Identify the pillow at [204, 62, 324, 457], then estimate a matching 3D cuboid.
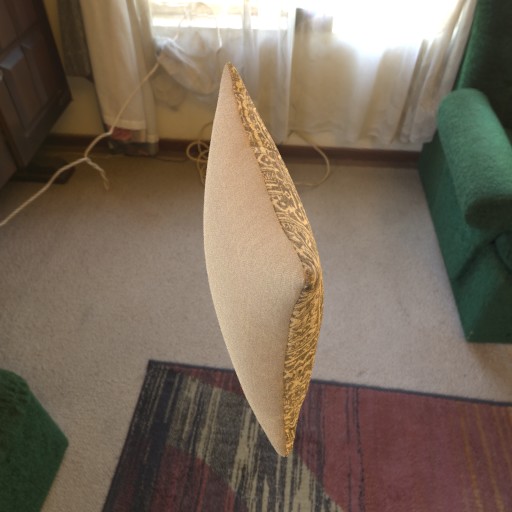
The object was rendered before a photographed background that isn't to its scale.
[{"bbox_3d":[0.000,0.000,0.800,0.180,0.487,0.546,-8,46,-8],"label":"pillow"}]
